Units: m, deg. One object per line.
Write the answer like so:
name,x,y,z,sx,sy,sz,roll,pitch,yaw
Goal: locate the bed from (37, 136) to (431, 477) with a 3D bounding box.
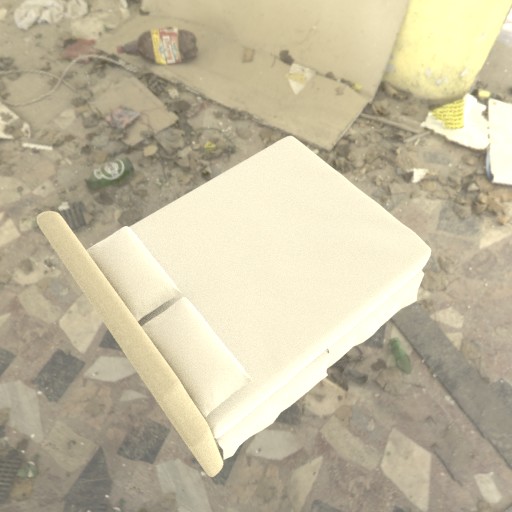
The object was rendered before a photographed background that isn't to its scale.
bed,0.000,0.000,3.067,2.116,1.290,1.693,-34,63,-20
